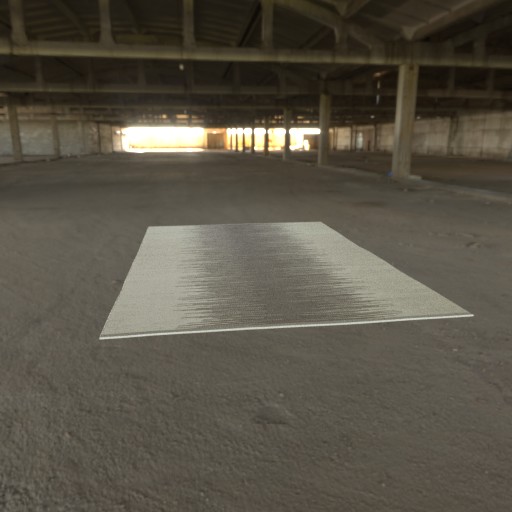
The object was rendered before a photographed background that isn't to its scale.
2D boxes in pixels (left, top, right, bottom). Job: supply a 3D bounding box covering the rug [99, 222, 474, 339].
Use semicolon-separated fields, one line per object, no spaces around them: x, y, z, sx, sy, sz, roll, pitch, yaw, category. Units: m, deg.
0.000;0.000;2.283;1.226;0.007;1.815;-2;15;-8;rug
